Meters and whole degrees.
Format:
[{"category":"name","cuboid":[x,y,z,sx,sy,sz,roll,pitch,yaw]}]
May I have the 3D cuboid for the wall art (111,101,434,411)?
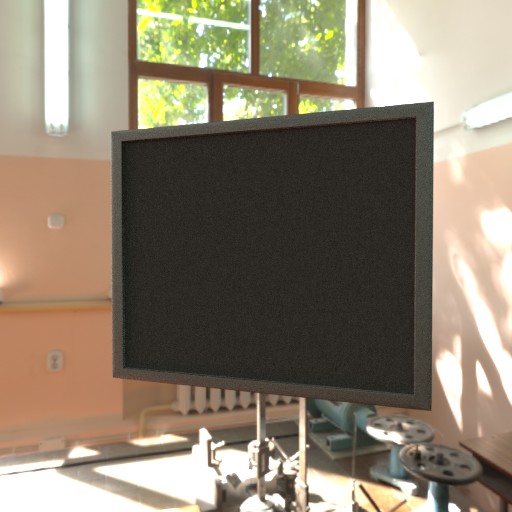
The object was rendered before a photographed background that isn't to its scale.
[{"category":"wall art","cuboid":[0.000,0.000,0.750,0.556,0.457,0.028,0,1,18]}]
